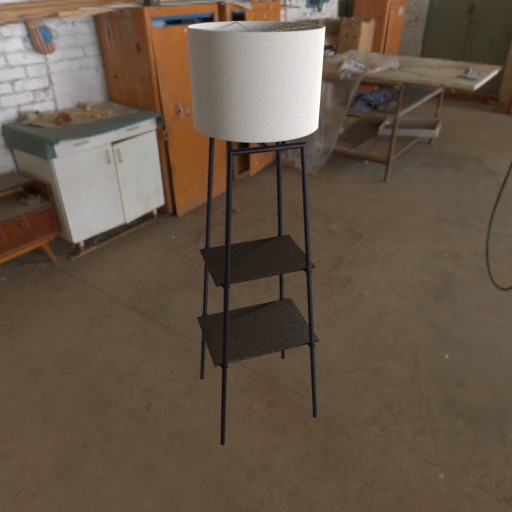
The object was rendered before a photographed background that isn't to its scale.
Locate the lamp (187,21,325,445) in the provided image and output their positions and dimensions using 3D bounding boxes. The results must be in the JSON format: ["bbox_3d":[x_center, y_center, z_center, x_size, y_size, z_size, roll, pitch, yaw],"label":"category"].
[{"bbox_3d":[0.000,0.000,1.595,0.427,1.474,0.384,-10,33,-16],"label":"lamp"}]
